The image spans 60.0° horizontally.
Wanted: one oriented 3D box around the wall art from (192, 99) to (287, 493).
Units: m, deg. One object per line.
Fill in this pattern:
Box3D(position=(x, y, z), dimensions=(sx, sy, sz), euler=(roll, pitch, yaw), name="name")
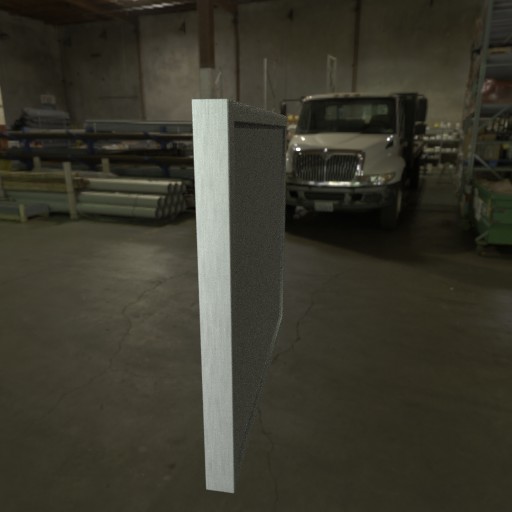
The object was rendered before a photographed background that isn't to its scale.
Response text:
Box3D(position=(0.000, 0.000, 0.530), dimensions=(0.028, 0.330, 0.380), euler=(3, 16, 9), name="wall art")
